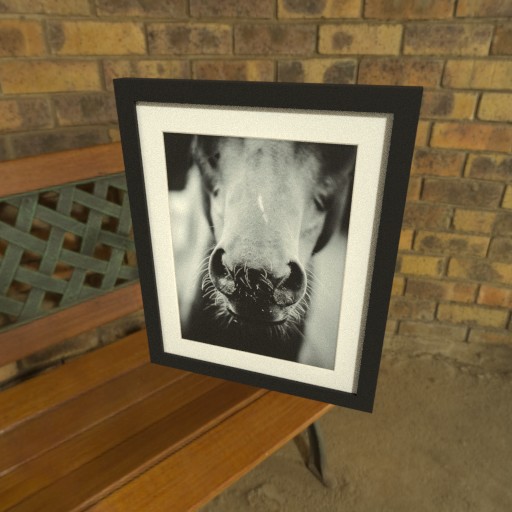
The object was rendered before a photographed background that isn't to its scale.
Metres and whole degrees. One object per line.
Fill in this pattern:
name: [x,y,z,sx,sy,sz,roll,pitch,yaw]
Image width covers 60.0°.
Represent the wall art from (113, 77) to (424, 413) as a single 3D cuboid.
wall art: [0.000,0.000,0.763,0.457,0.559,0.033,8,28,16]
